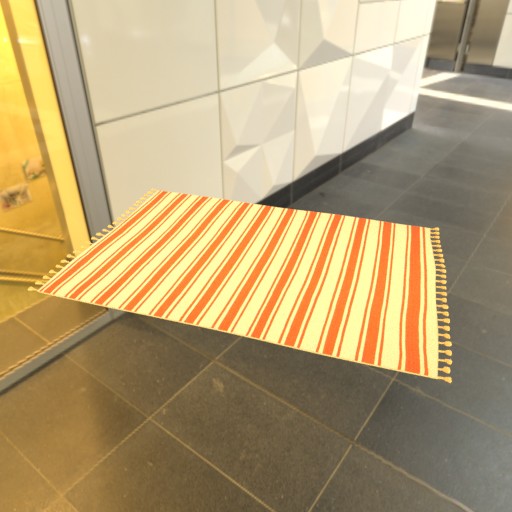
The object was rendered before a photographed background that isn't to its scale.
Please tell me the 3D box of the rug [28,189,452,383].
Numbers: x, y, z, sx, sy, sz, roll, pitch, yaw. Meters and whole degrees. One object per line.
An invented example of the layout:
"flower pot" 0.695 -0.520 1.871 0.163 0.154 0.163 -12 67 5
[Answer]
"rug" 0.000 0.000 2.997 2.433 0.022 1.556 10 34 15
